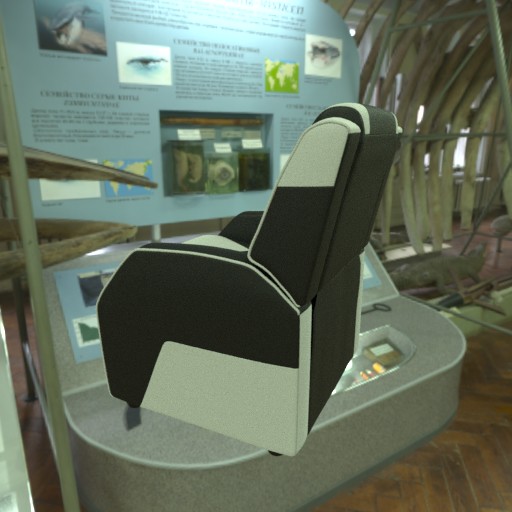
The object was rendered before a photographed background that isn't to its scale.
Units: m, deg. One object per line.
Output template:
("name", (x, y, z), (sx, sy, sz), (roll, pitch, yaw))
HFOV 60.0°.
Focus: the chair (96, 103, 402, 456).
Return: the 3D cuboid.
("chair", (0.000, 0.000, 1.273), (0.672, 0.805, 0.620), (7, 17, 25))
